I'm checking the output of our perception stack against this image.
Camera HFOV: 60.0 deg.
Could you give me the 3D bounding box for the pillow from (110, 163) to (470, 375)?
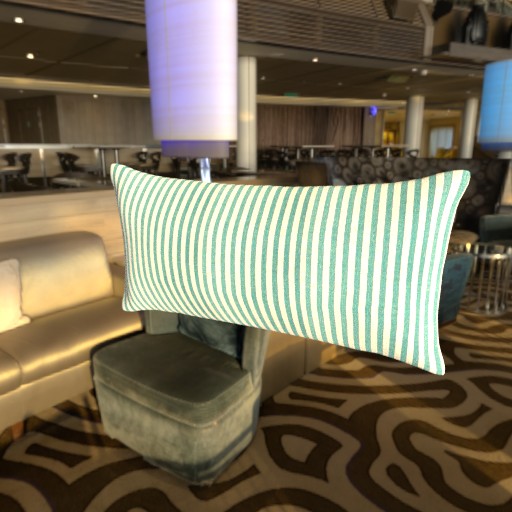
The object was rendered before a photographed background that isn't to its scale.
[{"bbox_3d":[0.000,0.000,0.739,0.617,0.295,0.151,7,15,26],"label":"pillow"}]
